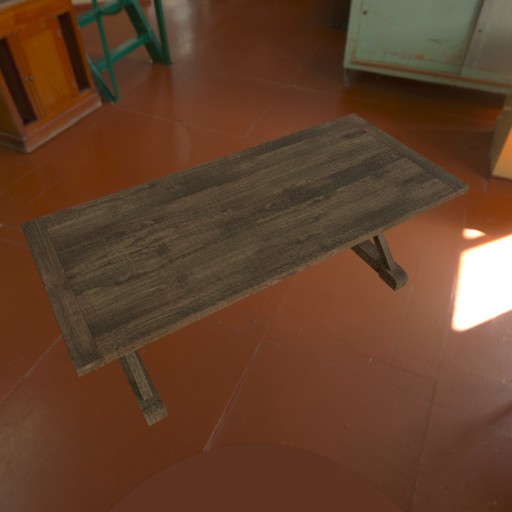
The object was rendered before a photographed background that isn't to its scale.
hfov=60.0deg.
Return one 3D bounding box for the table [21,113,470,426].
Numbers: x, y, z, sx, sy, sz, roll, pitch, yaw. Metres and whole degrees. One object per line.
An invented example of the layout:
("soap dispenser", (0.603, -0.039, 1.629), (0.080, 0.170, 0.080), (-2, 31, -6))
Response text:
("table", (0.000, 0.000, 2.440), (2.031, 0.733, 0.907), (-24, 50, -22))
